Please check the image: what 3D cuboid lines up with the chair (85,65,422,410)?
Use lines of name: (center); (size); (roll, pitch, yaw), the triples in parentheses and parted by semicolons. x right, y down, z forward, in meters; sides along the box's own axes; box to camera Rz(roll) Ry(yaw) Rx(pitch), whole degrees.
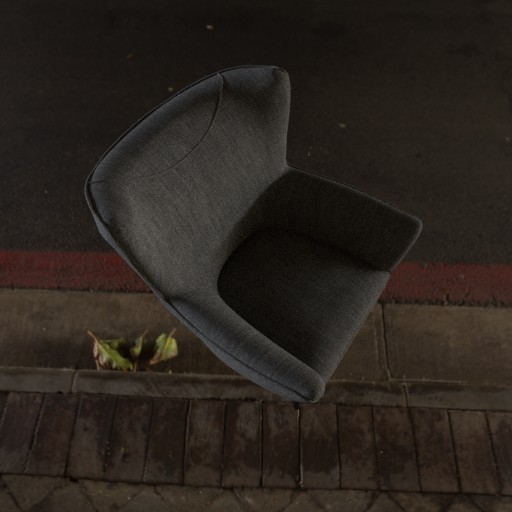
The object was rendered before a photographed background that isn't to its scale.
chair: (0.000, 0.000, 1.575); (0.888, 0.933, 0.781); (30, 62, 18)
